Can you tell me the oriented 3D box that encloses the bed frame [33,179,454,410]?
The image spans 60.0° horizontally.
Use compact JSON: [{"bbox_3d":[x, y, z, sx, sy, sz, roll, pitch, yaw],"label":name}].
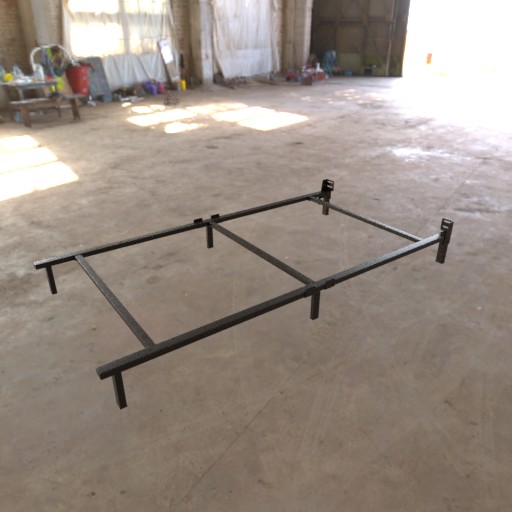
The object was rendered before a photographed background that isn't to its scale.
[{"bbox_3d":[0.000,0.000,2.257,1.897,0.248,0.968,-18,31,-32],"label":"bed frame"}]
